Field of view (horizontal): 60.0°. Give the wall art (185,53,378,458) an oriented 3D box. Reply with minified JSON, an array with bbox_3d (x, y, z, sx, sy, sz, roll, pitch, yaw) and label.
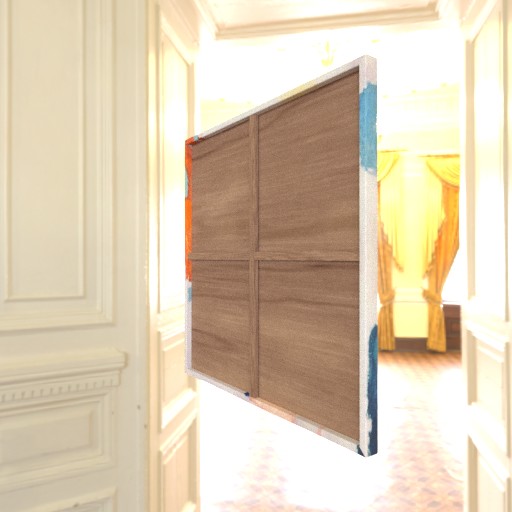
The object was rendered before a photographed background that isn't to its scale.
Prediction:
[{"bbox_3d":[0.000,0.000,1.231,0.037,0.814,0.814,0,0,-35],"label":"wall art"}]
